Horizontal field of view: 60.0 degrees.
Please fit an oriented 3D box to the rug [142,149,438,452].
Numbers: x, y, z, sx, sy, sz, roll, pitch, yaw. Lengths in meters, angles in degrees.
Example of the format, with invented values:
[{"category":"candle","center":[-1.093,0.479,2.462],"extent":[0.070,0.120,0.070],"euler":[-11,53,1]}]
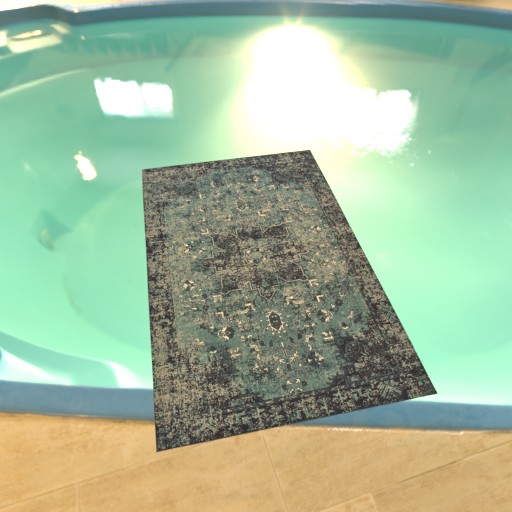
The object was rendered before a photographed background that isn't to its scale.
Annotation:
[{"category":"rug","center":[0.000,0.000,3.137],"extent":[1.525,0.007,2.440],"euler":[-9,47,-8]}]
